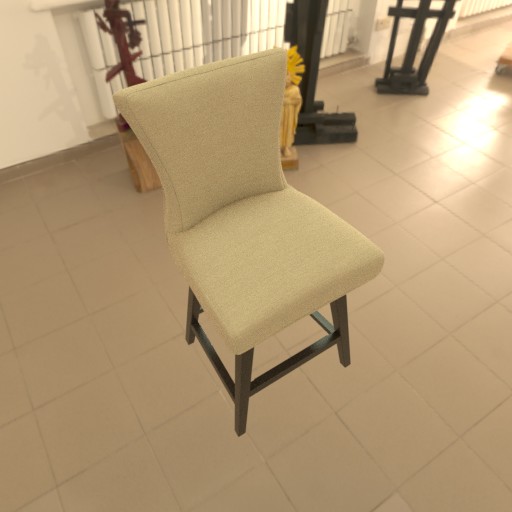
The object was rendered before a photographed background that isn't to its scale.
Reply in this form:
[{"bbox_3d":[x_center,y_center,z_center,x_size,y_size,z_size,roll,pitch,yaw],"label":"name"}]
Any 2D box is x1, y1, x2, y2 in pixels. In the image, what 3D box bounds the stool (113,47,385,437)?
[{"bbox_3d":[0.000,0.000,1.367,0.514,1.000,0.574,-26,52,-22],"label":"stool"}]
